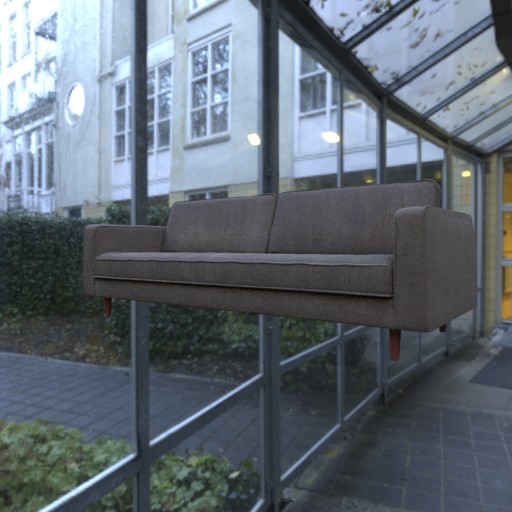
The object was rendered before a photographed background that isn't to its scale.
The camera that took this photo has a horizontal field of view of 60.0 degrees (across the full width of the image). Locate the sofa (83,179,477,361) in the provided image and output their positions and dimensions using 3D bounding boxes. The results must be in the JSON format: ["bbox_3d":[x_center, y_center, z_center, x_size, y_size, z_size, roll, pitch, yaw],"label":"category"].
[{"bbox_3d":[0.000,0.000,2.662,2.295,0.813,0.923,1,1,37],"label":"sofa"}]
